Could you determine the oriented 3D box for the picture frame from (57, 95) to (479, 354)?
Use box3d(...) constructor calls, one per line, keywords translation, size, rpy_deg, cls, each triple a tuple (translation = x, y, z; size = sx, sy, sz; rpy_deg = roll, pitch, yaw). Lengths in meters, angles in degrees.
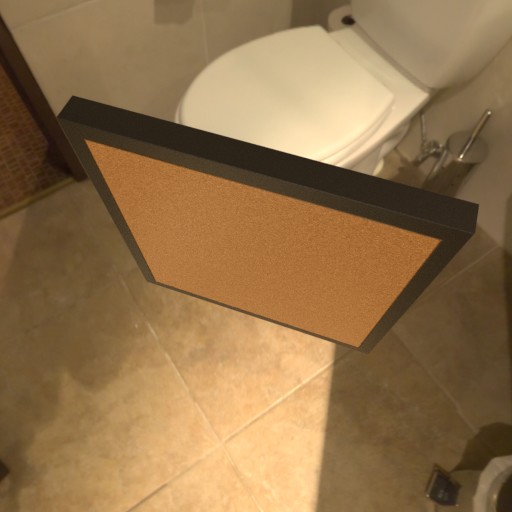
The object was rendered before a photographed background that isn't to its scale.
box3d(translation=(0.000, 0.000, 0.520), size=(0.355, 0.353, 0.029), rpy_deg=(17, 64, 8), cls="picture frame")
